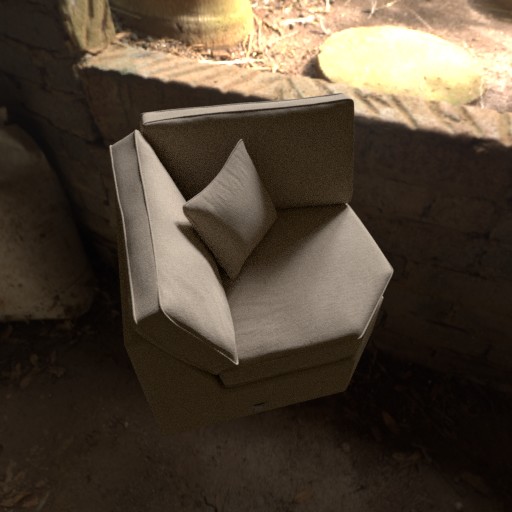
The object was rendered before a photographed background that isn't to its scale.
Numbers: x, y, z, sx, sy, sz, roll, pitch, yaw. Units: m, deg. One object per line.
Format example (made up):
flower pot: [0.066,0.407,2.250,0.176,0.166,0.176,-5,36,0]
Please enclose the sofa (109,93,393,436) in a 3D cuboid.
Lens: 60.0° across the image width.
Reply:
sofa: [0.000,0.000,1.866,1.042,0.937,1.050,-10,48,-9]
